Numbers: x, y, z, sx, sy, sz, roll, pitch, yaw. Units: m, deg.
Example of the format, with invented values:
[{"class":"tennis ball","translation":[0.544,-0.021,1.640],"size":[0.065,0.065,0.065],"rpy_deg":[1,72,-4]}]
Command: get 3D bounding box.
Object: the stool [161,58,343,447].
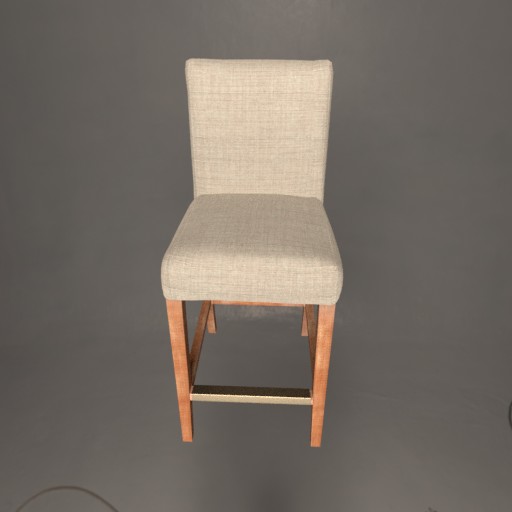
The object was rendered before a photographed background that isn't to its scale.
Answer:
[{"class":"stool","translation":[0.000,0.000,1.340],"size":[0.454,1.039,0.567],"rpy_deg":[1,31,2]}]
